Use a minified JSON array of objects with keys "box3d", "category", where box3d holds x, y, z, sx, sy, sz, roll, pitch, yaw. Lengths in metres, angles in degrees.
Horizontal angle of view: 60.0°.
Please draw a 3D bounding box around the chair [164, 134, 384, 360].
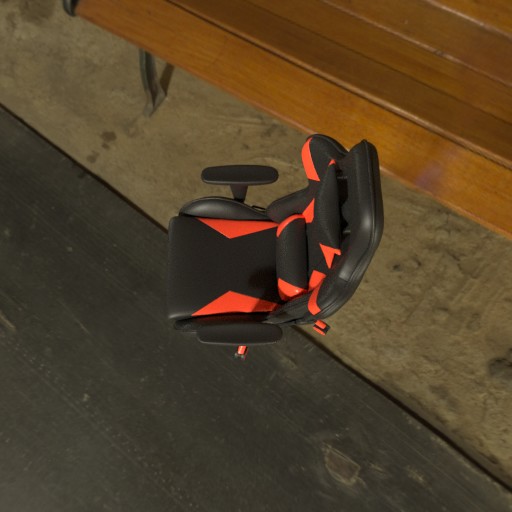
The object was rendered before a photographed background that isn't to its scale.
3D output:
[{"box3d":[0.000,0.000,1.653,0.730,1.282,0.695,0,74,0],"category":"chair"}]
